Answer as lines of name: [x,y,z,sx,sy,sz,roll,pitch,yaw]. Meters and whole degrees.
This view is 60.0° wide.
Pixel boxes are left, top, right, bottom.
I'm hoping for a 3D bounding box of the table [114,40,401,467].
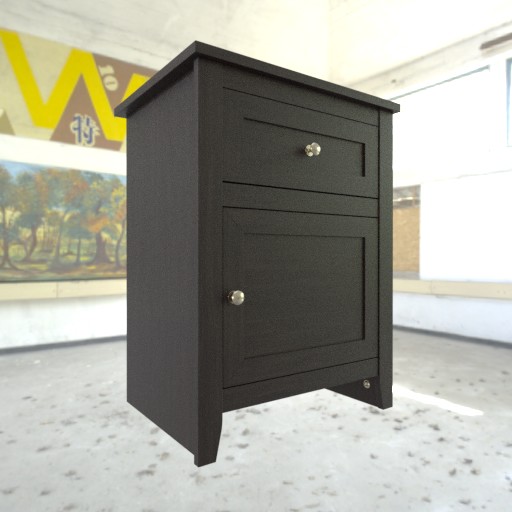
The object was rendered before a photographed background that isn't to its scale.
table: [0.000,0.000,0.940,0.480,0.635,0.381,0,0,-35]
